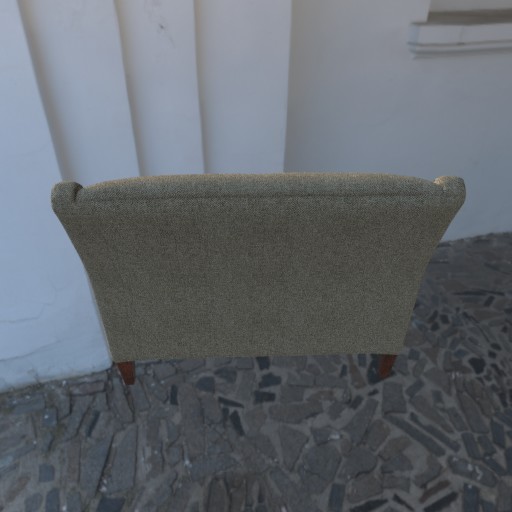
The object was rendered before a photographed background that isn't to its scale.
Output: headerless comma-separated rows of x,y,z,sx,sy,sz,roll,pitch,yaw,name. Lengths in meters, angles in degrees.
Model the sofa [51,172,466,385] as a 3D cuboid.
0.000,0.000,1.893,1.242,1.021,0.870,-1,33,-2,sofa
